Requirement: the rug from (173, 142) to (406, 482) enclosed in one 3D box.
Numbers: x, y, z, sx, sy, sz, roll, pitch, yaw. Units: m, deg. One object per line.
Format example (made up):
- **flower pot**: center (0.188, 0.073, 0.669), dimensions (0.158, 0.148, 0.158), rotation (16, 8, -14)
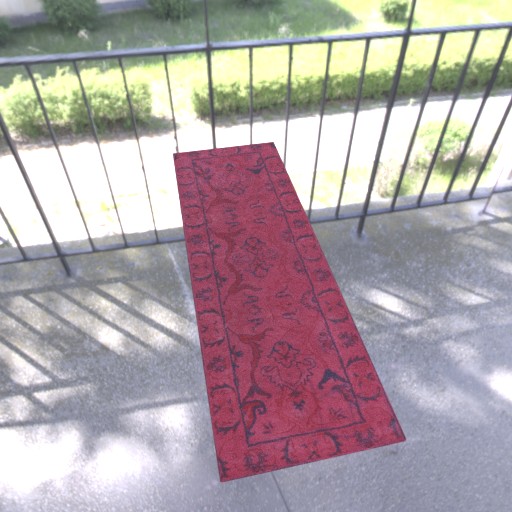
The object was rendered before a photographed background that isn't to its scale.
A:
- **rug**: center (0.000, 0.000, 2.680), dimensions (0.813, 0.018, 2.439), rotation (-9, 46, -8)
